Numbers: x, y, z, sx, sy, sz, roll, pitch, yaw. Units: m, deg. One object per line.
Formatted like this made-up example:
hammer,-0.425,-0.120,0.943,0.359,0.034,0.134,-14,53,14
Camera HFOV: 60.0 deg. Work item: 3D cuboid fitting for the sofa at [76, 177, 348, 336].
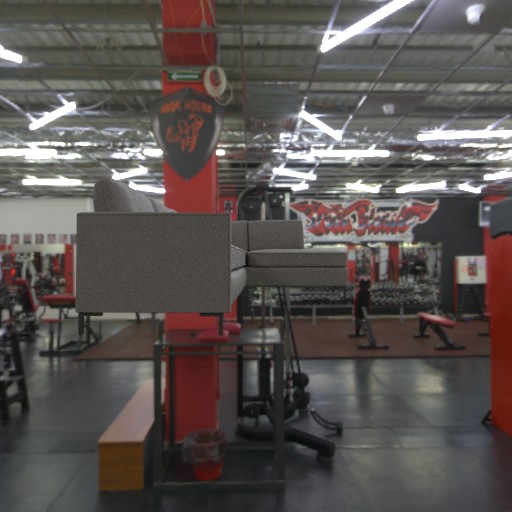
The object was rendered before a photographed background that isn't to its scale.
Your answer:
sofa,0.000,0.000,4.263,2.077,0.964,3.331,0,0,1
